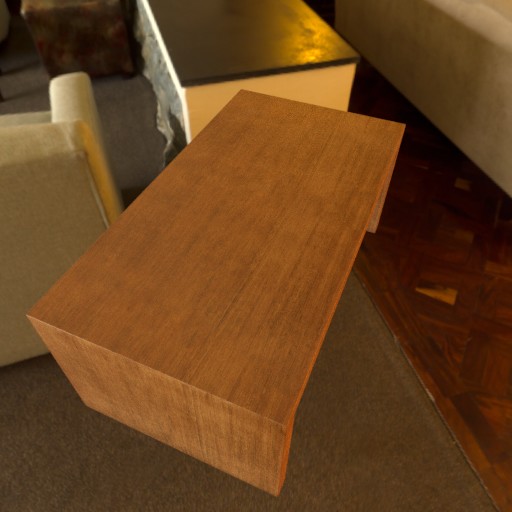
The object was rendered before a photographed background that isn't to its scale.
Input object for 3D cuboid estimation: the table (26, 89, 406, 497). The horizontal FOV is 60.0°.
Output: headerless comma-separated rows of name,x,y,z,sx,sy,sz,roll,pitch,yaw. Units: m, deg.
table,0.000,0.000,1.257,0.549,0.419,1.000,18,50,16
